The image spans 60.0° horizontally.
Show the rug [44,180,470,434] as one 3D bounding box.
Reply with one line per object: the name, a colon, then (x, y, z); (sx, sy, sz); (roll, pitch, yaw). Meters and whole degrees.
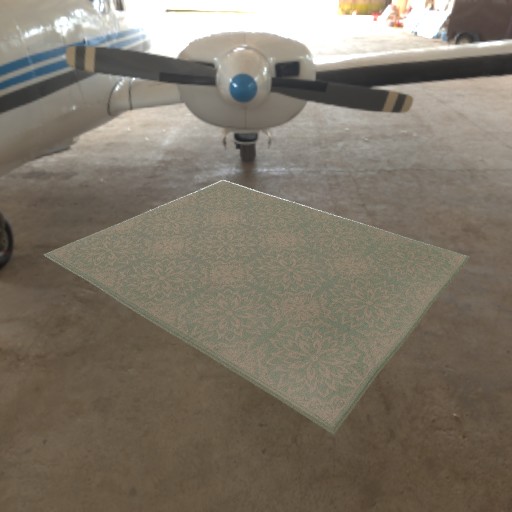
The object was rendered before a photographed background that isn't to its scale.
rug: (0.000, 0.000, 3.948); (2.980, 0.012, 2.363); (23, 37, 33)
